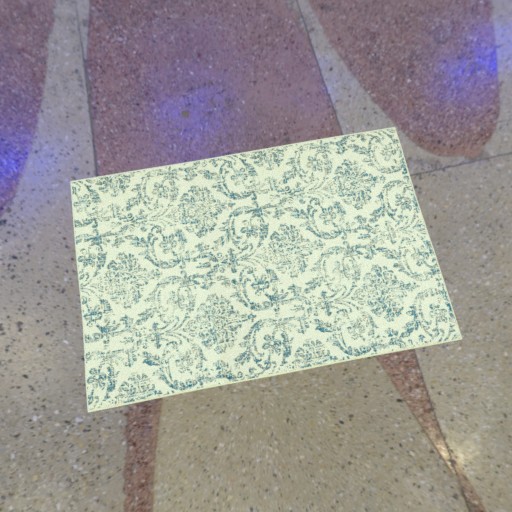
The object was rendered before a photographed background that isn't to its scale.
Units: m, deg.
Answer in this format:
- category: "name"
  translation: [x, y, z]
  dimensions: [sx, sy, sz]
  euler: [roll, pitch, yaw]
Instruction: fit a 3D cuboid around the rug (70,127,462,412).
- category: "rug"
  translation: [0.000, 0.000, 3.438]
  dimensions: [2.746, 0.018, 1.819]
  euler: [-10, 74, -3]
